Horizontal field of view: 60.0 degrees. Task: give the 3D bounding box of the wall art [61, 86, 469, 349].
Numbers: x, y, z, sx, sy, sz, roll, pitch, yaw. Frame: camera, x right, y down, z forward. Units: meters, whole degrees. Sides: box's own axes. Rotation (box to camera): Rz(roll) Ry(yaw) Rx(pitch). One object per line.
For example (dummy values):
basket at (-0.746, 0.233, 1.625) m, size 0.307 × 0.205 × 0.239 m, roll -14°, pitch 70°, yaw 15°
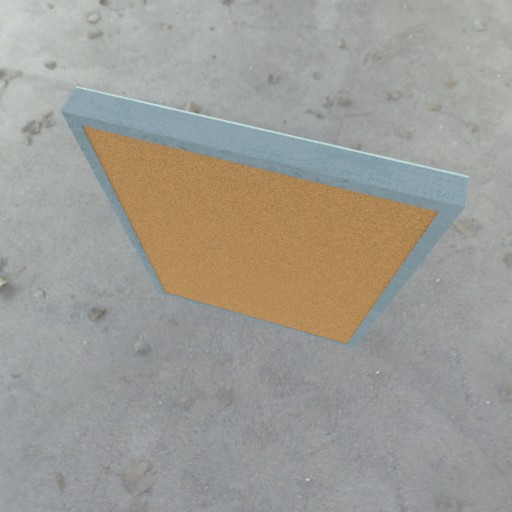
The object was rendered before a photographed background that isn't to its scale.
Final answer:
wall art at (0.000, 0.000, 0.665) m, size 0.409 × 0.509 × 0.037 m, roll 15°, pitch 65°, yaw 7°
